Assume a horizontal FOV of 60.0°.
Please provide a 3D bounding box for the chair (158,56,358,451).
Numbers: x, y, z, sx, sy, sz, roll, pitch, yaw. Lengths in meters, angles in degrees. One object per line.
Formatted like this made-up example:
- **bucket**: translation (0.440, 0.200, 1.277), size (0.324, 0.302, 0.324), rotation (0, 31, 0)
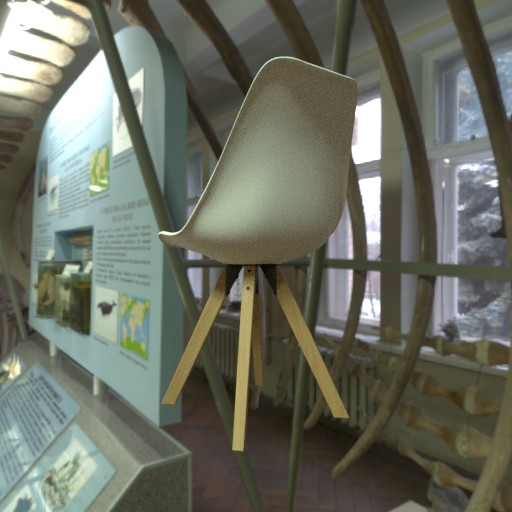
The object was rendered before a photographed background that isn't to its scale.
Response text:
- **chair**: translation (0.000, 0.000, 1.209), size (0.485, 0.849, 0.550), rotation (0, 0, -36)
